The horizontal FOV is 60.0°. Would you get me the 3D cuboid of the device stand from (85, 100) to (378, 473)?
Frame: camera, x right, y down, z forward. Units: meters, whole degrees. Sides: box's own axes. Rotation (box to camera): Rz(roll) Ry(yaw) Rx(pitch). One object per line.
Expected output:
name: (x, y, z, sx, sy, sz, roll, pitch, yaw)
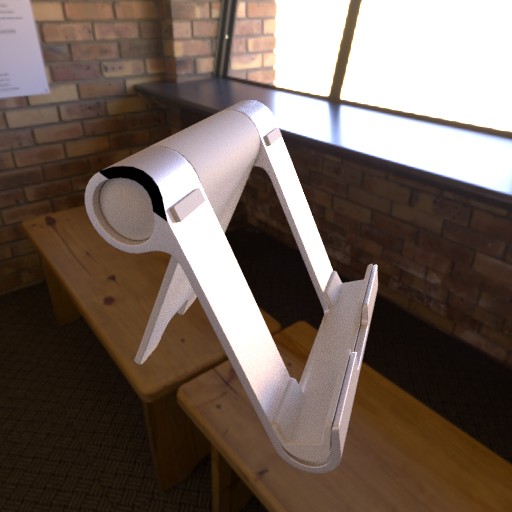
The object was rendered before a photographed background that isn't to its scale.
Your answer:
device stand: (0.000, 0.000, 0.149, 0.079, 0.084, 0.086, 10, 31, 17)
